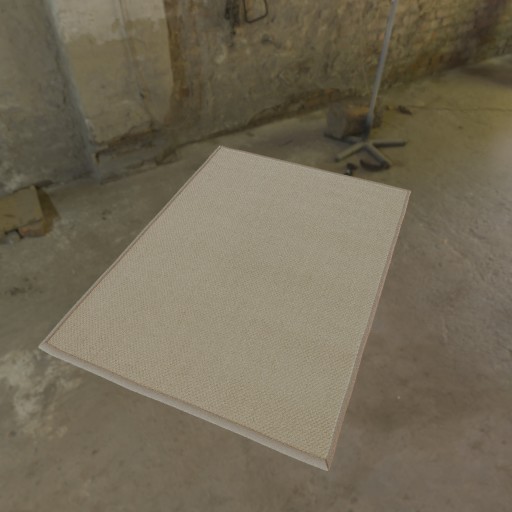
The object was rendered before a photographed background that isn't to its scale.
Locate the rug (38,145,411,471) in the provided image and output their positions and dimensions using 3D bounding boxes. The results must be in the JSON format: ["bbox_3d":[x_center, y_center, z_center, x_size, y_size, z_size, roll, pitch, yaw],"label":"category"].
[{"bbox_3d":[0.000,0.000,2.691,1.525,0.020,2.081,17,48,16],"label":"rug"}]
